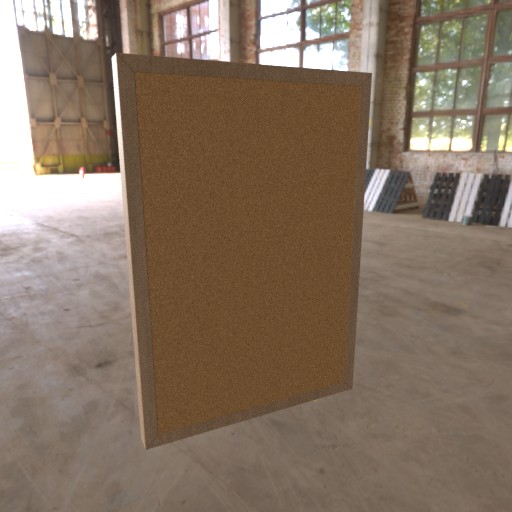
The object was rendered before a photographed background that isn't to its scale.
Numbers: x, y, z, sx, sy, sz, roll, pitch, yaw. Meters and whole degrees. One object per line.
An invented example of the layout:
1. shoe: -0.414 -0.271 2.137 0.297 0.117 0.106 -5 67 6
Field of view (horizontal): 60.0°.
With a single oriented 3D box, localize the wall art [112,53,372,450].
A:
1. wall art: 0.000 0.000 0.638 0.356 0.509 0.031 -7 16 -25
